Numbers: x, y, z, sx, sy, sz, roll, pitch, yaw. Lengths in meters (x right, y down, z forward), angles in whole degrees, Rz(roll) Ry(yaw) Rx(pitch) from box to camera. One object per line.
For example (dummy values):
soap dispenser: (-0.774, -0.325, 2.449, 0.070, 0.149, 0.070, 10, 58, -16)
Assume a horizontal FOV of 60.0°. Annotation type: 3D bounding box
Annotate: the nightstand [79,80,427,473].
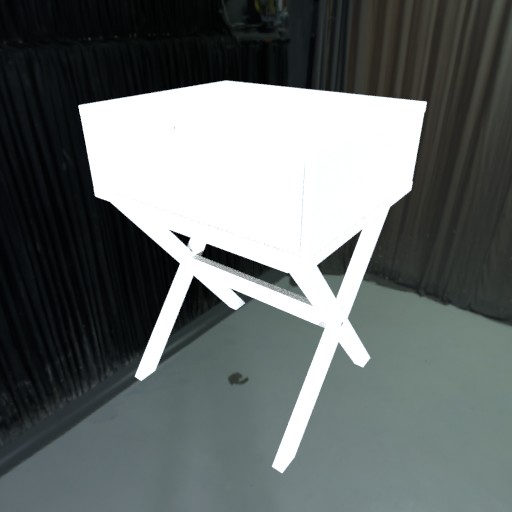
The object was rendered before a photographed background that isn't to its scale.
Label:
nightstand: (0.000, 0.000, 0.943, 0.479, 0.623, 0.402, 20, 34, 32)
